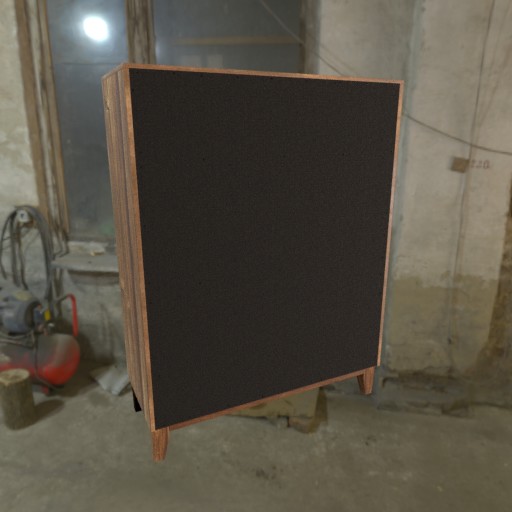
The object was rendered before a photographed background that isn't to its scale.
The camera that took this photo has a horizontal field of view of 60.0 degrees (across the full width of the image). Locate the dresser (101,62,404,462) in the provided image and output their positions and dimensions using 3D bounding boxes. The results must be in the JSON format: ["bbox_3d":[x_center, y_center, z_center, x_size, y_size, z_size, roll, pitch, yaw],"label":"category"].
[{"bbox_3d":[0.000,0.000,1.866,1.062,1.393,0.442,-8,18,-25],"label":"dresser"}]
